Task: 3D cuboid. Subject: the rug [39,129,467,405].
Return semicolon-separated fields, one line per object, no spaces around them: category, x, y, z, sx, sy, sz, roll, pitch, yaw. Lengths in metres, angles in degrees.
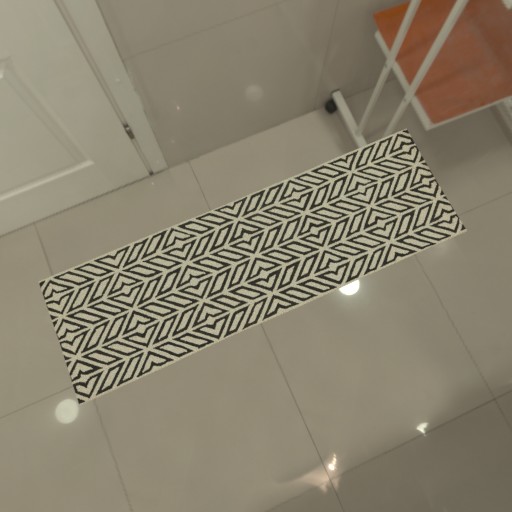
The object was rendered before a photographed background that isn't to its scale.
rug;0.000;0.000;2.615;2.435;0.009;0.750;-23;77;-6
